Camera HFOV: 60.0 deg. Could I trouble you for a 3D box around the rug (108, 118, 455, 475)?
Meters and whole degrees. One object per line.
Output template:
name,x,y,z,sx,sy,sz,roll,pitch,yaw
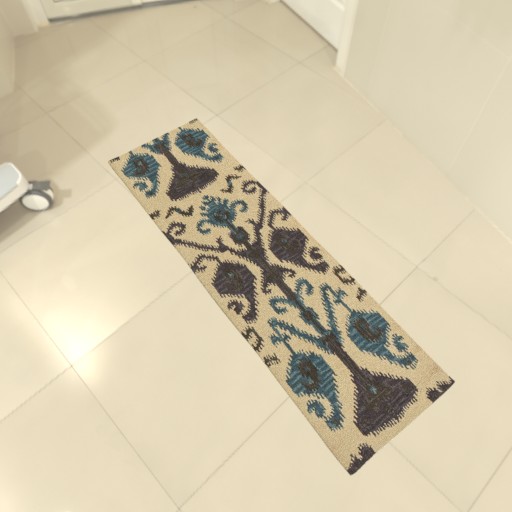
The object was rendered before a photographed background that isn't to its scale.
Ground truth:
rug,0.000,0.000,2.509,0.692,0.017,2.301,-33,64,-18
